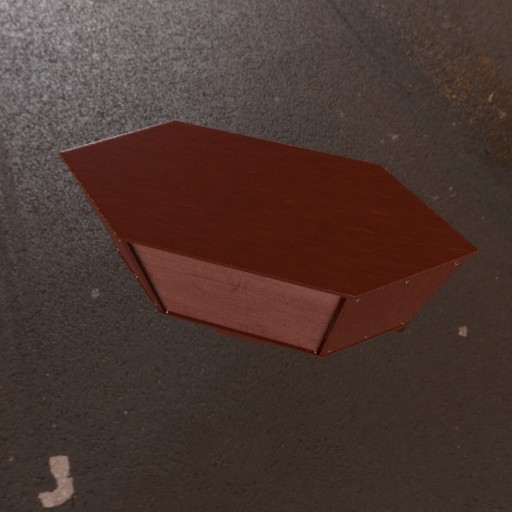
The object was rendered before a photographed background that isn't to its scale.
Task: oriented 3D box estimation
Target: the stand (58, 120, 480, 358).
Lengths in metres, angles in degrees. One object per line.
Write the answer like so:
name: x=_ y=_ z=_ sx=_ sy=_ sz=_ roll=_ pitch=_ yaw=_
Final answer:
stand: x=0.000 y=0.000 z=1.358 sx=1.072 sy=0.614 sz=0.381 roll=14 pitch=64 yaw=7
